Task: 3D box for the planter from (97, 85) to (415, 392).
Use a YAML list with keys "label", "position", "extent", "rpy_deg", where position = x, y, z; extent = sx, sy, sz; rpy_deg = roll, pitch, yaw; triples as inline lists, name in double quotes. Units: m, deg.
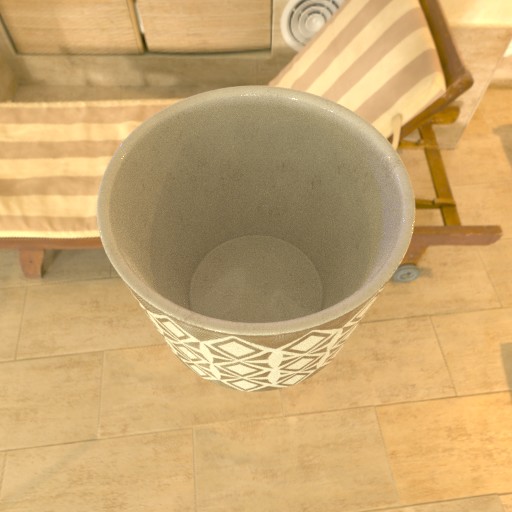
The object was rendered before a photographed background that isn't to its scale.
- label: "planter"
  position: [0.000, 0.000, 0.460]
  extent: [0.260, 0.220, 0.260]
  rpy_deg: [0, 58, 0]
